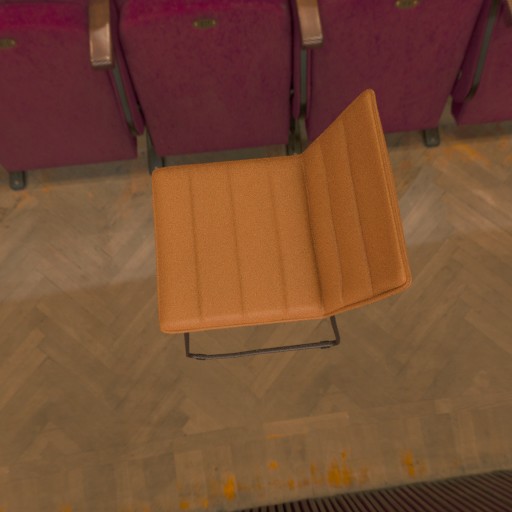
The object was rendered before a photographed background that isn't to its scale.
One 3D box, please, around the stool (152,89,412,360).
[{"bbox_3d":[0.000,0.000,1.187,0.524,0.866,0.489,-6,75,-2],"label":"stool"}]
